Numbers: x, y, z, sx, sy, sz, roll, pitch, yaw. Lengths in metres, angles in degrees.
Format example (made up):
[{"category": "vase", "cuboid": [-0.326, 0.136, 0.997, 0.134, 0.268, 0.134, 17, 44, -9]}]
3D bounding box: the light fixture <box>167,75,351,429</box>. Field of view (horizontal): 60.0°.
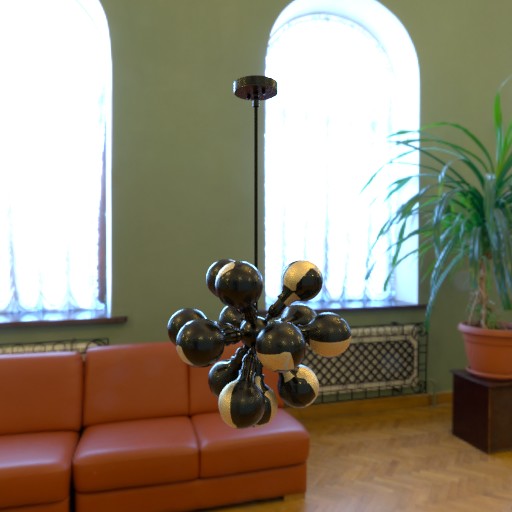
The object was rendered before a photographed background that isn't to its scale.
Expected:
[{"category": "light fixture", "cuboid": [0.000, 0.000, 1.112, 0.420, 0.859, 0.468, 0, 1, -17]}]
